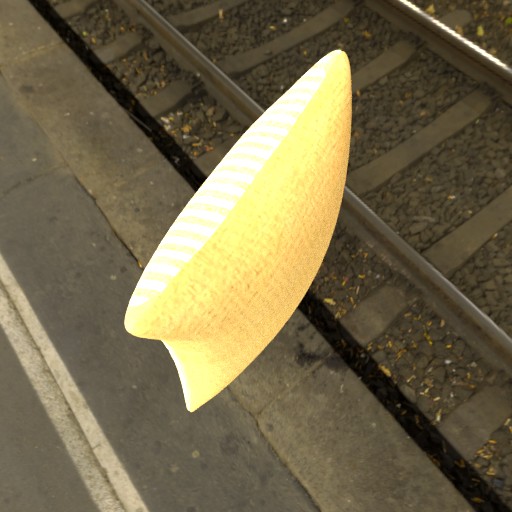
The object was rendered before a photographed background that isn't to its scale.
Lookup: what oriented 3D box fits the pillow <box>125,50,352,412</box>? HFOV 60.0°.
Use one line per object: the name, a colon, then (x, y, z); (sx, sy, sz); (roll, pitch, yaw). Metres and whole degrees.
pillow: (0.000, 0.000, 0.628); (0.173, 0.407, 0.419); (28, 65, 14)
